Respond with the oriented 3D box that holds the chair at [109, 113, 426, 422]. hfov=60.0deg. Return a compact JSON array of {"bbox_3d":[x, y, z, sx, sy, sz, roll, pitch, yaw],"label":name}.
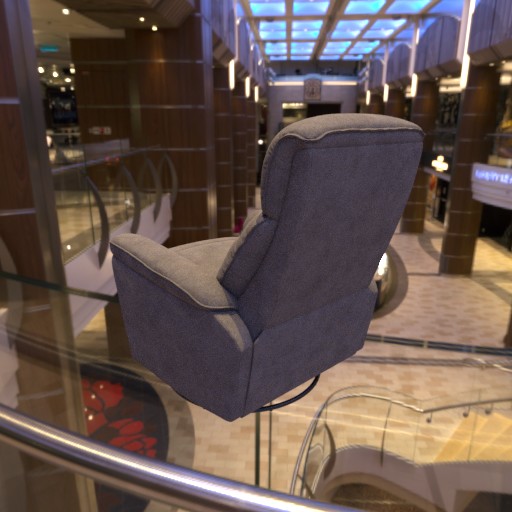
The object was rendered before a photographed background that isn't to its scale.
[{"bbox_3d":[0.000,0.000,1.704,0.830,1.036,1.009,-15,23,-40],"label":"chair"}]
